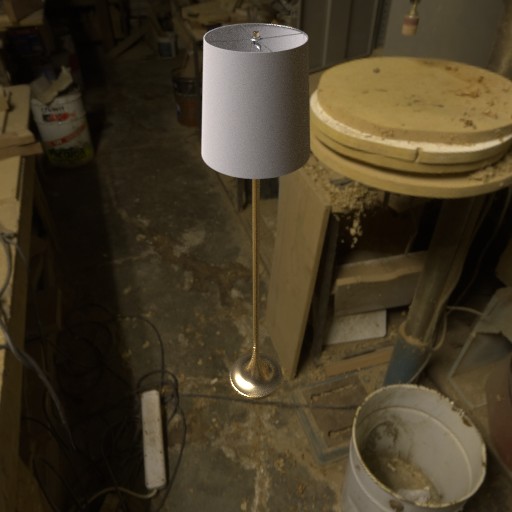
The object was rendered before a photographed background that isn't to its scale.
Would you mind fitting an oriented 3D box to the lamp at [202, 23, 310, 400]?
[{"bbox_3d":[0.000,0.000,1.660,0.337,1.543,0.337,0,41,0],"label":"lamp"}]
